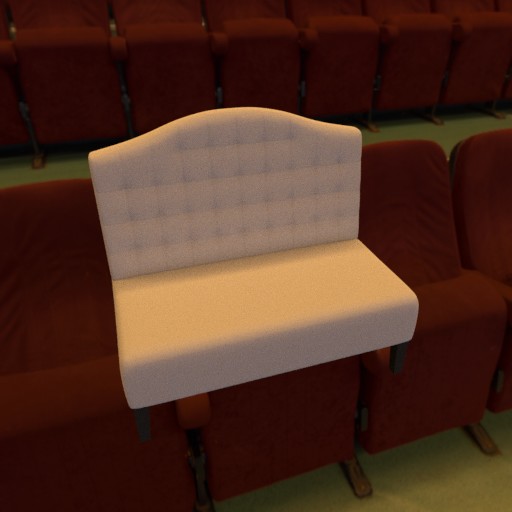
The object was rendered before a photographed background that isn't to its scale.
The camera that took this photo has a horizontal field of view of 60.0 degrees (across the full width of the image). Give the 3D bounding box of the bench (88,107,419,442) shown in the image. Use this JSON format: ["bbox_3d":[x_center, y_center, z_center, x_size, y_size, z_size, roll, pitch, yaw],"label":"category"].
[{"bbox_3d":[0.000,0.000,2.073,1.335,1.180,0.815,-10,33,-15],"label":"bench"}]
